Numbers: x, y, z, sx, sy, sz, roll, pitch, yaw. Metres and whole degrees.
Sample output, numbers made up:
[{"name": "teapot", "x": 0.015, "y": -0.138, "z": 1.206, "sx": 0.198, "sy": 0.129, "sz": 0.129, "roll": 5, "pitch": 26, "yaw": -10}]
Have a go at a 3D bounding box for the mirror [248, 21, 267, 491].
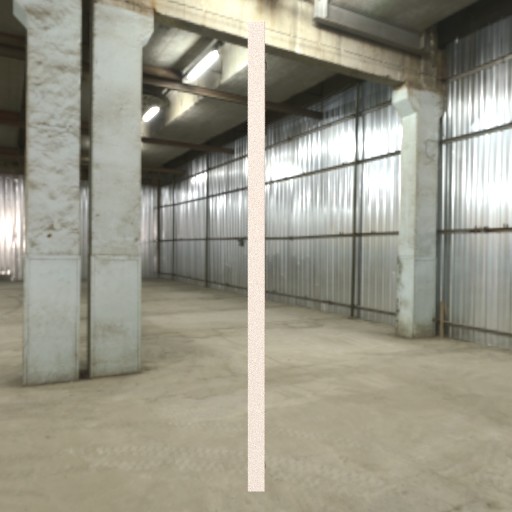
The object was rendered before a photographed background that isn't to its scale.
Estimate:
[{"name": "mirror", "x": 0.000, "y": 0.000, "z": 1.339, "sx": 0.041, "sy": 1.016, "sz": 0.762, "roll": 0, "pitch": 1, "yaw": 0}]
